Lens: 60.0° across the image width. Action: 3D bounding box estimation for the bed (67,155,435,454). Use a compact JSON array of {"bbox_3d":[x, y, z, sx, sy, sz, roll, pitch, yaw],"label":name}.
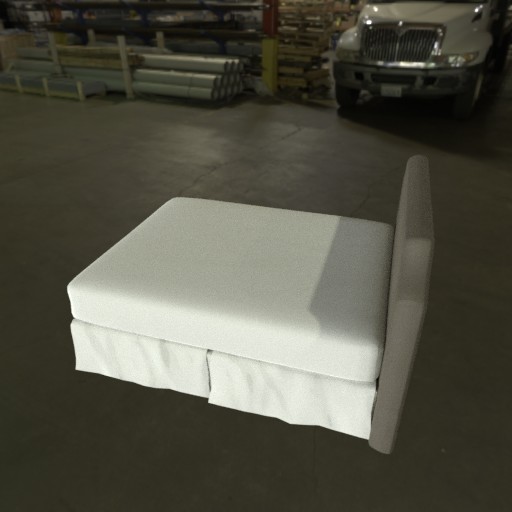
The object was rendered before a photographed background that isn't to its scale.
[{"bbox_3d":[0.000,0.000,3.220,2.181,1.297,1.831,9,31,15],"label":"bed"}]
